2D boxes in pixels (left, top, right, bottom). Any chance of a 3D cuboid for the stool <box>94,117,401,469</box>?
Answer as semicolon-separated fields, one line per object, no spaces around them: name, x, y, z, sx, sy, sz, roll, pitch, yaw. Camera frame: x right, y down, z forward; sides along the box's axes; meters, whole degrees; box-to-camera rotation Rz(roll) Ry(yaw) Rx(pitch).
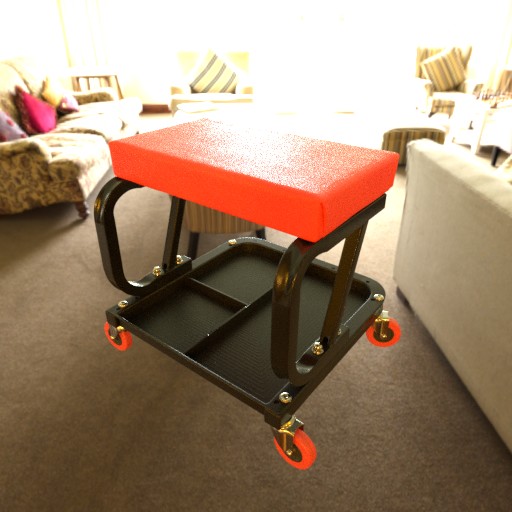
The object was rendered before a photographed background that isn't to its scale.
stool;0.000;0.000;0.738;0.446;0.380;0.371;21;36;32
